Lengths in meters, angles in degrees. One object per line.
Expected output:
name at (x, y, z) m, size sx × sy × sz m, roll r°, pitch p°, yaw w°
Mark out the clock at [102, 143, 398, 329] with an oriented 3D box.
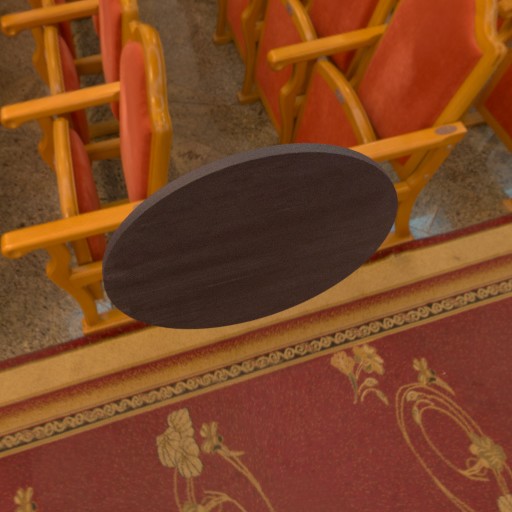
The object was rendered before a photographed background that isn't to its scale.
clock at (0.000, 0.000, 0.903) m, size 0.595 × 0.595 × 0.029 m, roll -14°, pitch 60°, yaw -8°
